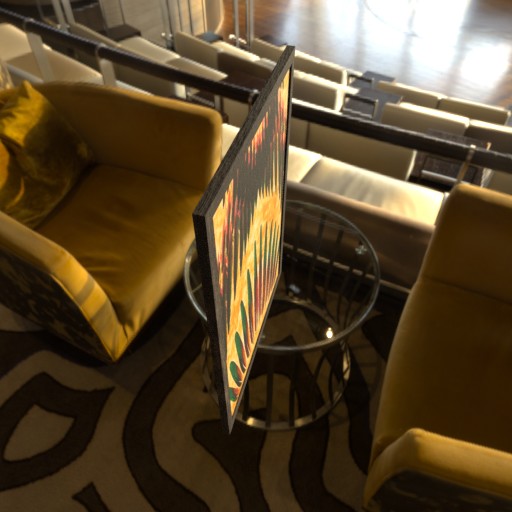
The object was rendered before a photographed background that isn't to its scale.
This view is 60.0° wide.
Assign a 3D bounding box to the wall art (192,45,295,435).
[{"bbox_3d":[0.000,0.000,1.492,0.029,1.066,0.812,11,48,10],"label":"wall art"}]
